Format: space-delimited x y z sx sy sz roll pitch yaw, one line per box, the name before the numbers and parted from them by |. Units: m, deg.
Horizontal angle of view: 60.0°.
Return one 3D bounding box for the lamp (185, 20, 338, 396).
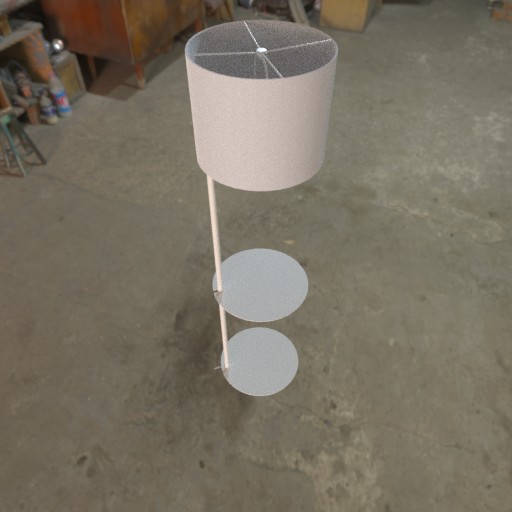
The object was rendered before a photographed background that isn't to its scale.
lamp | 0.000 0.000 1.605 0.405 1.465 0.372 -10 47 -10
